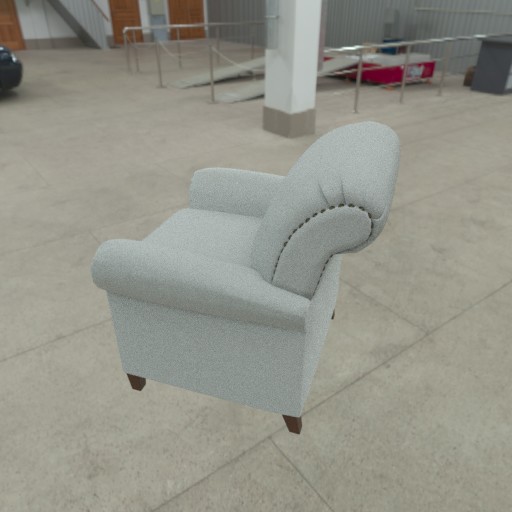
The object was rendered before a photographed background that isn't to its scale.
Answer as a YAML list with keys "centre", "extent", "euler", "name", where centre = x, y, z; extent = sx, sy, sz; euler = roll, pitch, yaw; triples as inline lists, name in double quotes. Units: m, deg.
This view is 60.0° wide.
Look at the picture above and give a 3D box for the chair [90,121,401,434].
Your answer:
- centre: [0.000, 0.000, 1.631]
  extent: [0.890, 0.927, 0.854]
  euler: [10, 32, 16]
  name: "chair"
